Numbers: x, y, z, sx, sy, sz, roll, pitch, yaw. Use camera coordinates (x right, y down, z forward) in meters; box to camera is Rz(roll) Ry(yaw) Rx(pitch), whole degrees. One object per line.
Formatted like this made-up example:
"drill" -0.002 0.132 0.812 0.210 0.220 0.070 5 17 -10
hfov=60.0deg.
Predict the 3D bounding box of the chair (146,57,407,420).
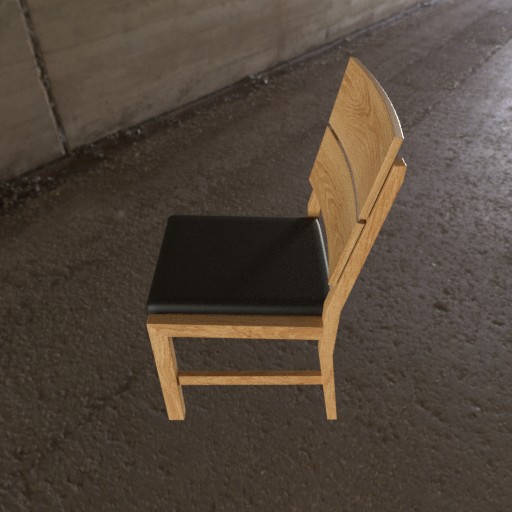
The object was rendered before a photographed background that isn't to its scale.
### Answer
"chair" 0.000 0.000 1.273 0.569 0.950 0.475 0 40 0
